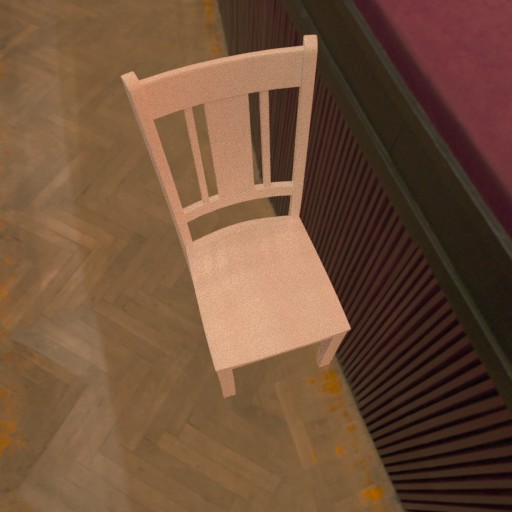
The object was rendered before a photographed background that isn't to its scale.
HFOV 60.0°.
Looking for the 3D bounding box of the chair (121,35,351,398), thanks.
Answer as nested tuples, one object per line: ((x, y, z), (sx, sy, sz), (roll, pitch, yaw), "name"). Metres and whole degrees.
((0.000, 0.000, 1.309), (0.450, 0.998, 0.555), (-16, 63, -8), "chair")
